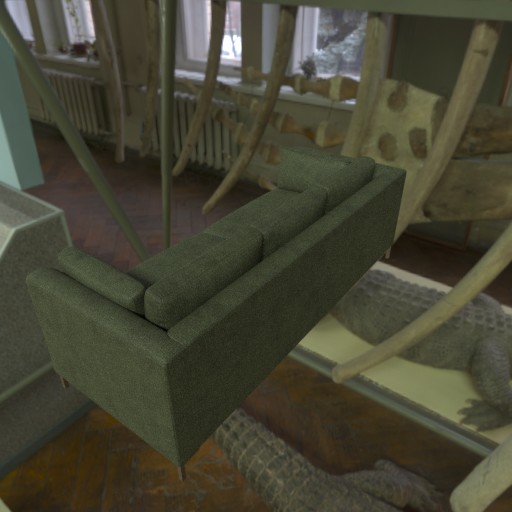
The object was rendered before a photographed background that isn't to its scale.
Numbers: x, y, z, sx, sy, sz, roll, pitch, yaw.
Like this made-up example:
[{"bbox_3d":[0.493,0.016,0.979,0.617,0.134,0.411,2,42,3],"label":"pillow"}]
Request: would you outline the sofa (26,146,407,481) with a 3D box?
[{"bbox_3d":[0.000,0.000,2.826,0.969,0.867,2.415,21,38,30],"label":"sofa"}]
